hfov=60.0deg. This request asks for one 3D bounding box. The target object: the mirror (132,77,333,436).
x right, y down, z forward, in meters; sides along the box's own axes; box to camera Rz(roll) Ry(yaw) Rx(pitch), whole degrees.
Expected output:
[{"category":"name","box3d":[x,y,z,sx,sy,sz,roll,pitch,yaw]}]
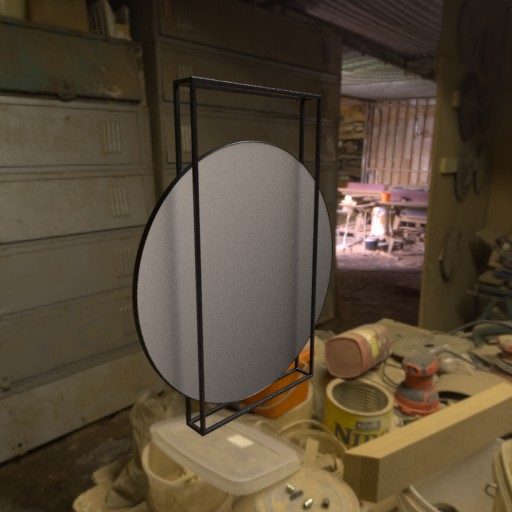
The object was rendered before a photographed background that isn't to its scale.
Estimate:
[{"category":"mirror","box3d":[0.000,0.000,0.848,0.508,0.603,0.051,-12,18,-43]}]
